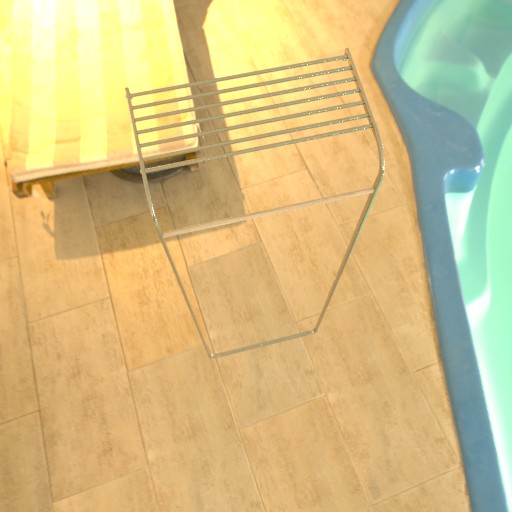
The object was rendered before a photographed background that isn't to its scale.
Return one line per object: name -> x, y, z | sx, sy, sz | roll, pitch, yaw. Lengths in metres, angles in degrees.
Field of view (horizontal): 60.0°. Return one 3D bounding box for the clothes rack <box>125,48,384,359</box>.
clothes rack -> 0.000, 0.000, 1.797 | 0.609, 1.574, 0.349 | -13, 65, -6
